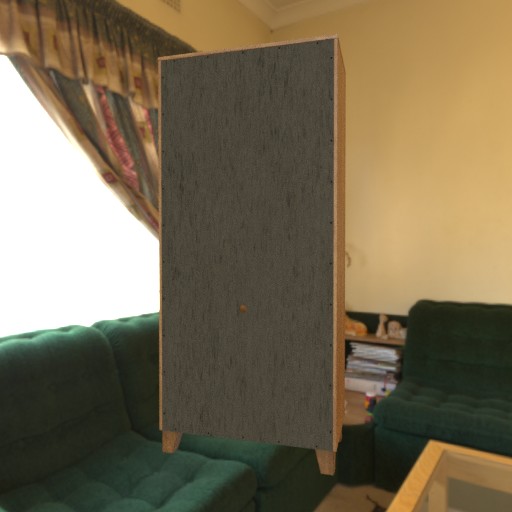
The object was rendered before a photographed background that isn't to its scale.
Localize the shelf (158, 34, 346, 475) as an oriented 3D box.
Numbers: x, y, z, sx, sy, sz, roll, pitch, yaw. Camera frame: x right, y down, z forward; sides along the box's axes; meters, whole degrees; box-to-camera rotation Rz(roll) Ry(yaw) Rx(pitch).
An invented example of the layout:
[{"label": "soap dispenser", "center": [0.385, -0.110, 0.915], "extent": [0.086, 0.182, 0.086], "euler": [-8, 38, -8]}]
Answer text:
[{"label": "shelf", "center": [0.000, 0.000, 2.266], "extent": [0.864, 1.930, 0.453], "euler": [0, 1, 16]}]
